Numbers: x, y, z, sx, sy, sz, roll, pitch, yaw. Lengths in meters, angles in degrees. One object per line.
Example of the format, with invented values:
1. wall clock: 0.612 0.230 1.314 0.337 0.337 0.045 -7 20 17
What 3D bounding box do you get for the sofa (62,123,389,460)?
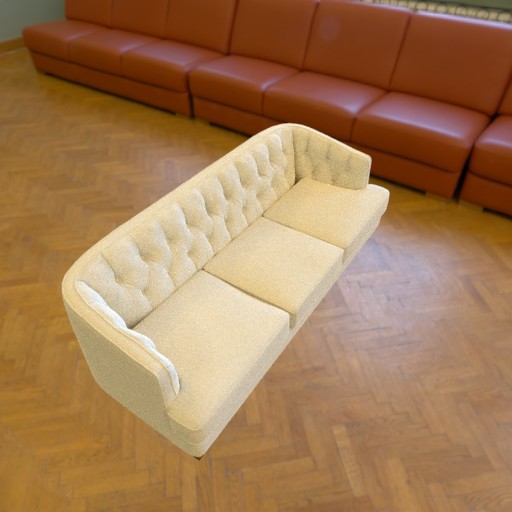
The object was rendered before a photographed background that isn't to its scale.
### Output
1. sofa: 0.000 0.000 2.795 0.941 0.855 2.278 24 46 25
